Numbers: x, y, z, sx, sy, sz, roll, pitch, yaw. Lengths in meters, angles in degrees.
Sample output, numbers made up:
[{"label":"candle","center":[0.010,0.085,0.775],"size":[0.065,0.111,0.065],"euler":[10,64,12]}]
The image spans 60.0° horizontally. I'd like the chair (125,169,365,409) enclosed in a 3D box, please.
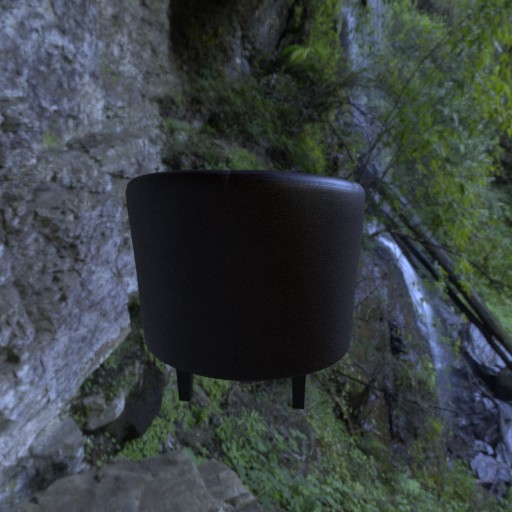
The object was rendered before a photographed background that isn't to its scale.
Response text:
[{"label":"chair","center":[0.000,0.000,1.703],"size":[0.737,0.755,1.176],"euler":[2,17,6]}]
